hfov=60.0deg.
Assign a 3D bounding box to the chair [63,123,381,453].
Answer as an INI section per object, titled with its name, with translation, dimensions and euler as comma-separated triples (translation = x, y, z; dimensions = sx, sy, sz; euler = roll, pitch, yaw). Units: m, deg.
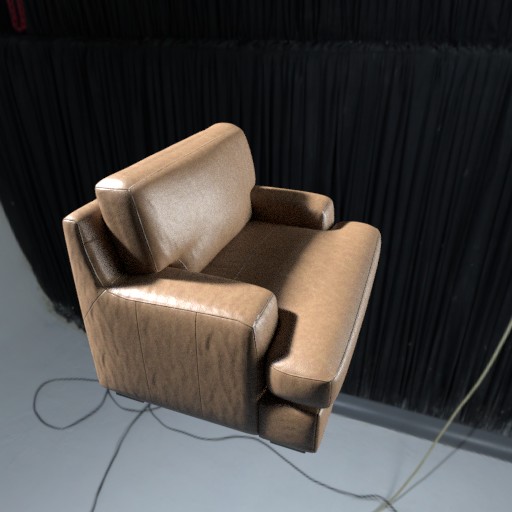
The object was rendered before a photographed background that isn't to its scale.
[chair]
translation = 0.000, 0.000, 2.038
dimensions = 1.050, 0.978, 1.276
euler = 10, 30, 18
